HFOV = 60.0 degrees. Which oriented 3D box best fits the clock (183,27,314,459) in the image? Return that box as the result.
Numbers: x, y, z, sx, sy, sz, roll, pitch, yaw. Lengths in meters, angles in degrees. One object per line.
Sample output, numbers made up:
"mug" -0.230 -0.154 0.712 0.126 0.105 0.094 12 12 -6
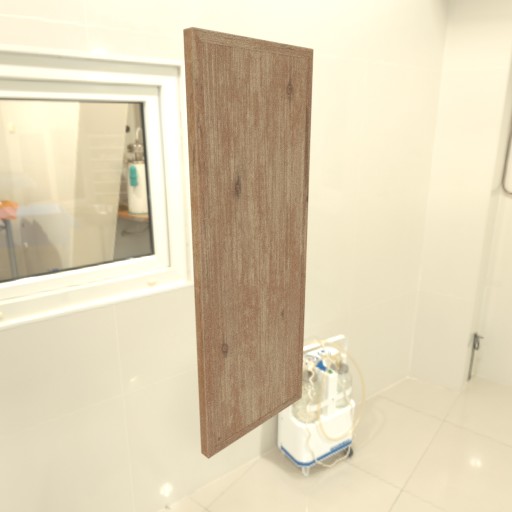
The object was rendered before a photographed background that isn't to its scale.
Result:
"clock" 0.000 0.000 1.088 0.361 0.965 0.030 -16 23 -42
